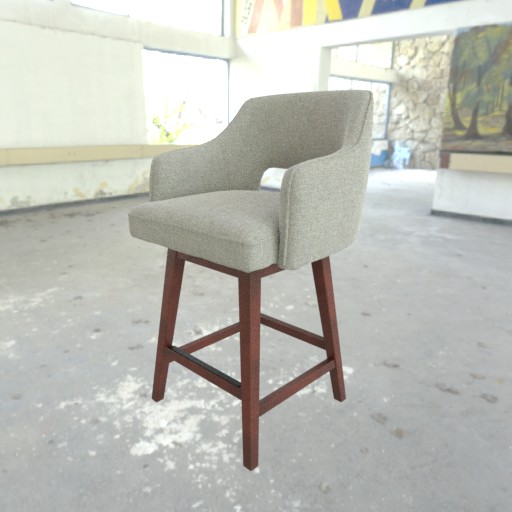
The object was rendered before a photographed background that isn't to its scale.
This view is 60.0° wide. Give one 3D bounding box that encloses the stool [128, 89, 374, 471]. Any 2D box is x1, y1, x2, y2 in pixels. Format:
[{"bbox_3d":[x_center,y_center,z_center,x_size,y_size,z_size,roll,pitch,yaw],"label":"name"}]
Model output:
[{"bbox_3d":[0.000,0.000,1.315,0.599,0.944,0.558,15,22,42],"label":"stool"}]
